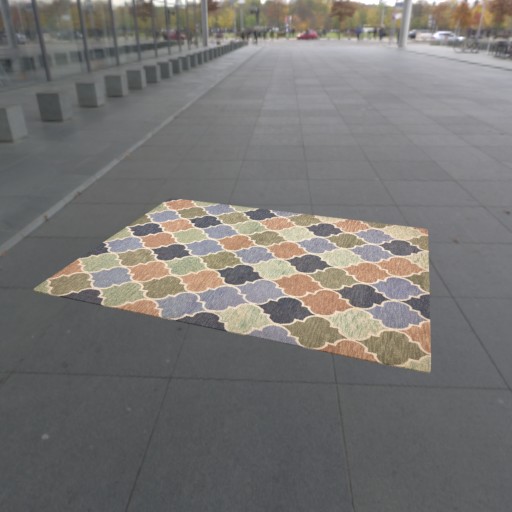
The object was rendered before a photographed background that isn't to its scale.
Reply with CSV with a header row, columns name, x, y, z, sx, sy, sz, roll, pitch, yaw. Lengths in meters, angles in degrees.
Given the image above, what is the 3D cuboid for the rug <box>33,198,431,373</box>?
name,x,y,z,sx,sy,sz,roll,pitch,yaw
rug,0.000,0.000,4.339,3.200,0.013,2.439,9,28,17
